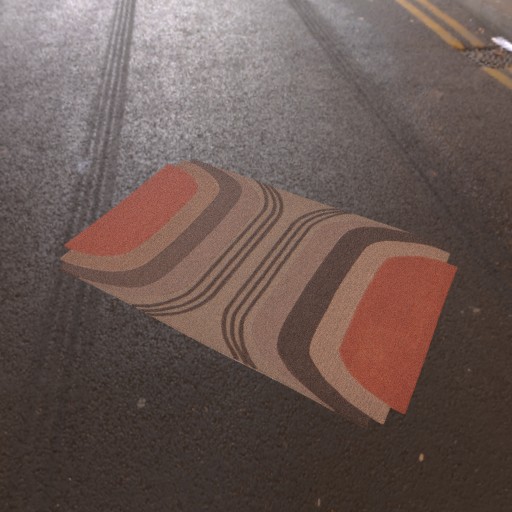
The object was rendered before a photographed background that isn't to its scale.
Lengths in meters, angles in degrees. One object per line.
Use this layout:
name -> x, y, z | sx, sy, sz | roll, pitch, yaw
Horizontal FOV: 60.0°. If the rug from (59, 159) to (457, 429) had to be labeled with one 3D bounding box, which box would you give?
rug -> 0.000, 0.000, 3.045 | 2.446, 0.017, 1.530 | 23, 49, 21
